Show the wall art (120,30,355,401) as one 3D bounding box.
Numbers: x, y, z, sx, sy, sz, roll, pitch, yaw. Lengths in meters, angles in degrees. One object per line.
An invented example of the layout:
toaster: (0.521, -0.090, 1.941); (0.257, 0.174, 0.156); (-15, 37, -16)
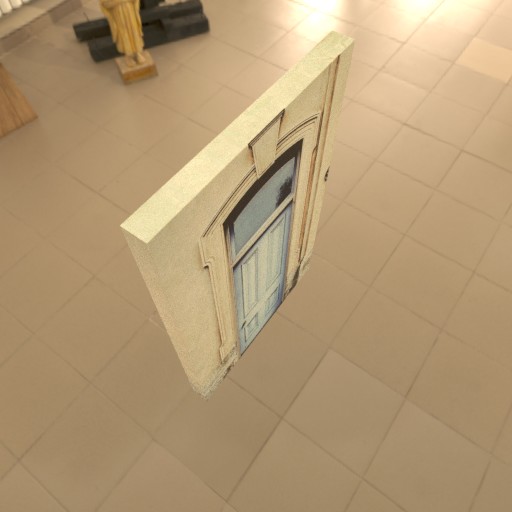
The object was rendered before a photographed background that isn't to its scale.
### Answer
wall art: (0.000, 0.000, 0.770); (0.036, 0.607, 0.403); (32, 63, 18)
